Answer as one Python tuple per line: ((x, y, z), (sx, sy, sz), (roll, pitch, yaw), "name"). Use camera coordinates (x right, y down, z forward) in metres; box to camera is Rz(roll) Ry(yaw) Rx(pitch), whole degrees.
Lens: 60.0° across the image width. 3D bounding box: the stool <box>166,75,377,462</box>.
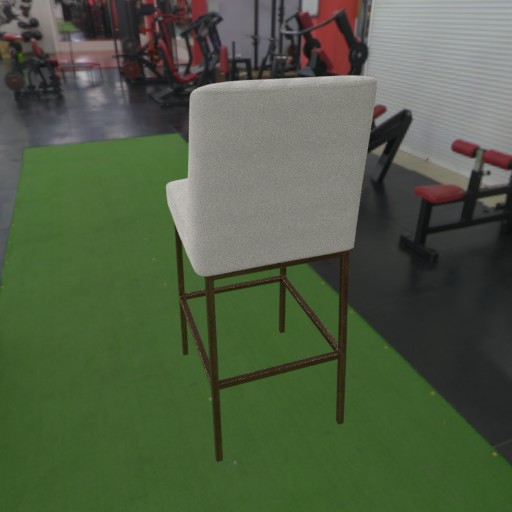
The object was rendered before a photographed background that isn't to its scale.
((0.000, 0.000, 1.368), (0.462, 1.084, 0.546), (-10, 30, -17), "stool")
